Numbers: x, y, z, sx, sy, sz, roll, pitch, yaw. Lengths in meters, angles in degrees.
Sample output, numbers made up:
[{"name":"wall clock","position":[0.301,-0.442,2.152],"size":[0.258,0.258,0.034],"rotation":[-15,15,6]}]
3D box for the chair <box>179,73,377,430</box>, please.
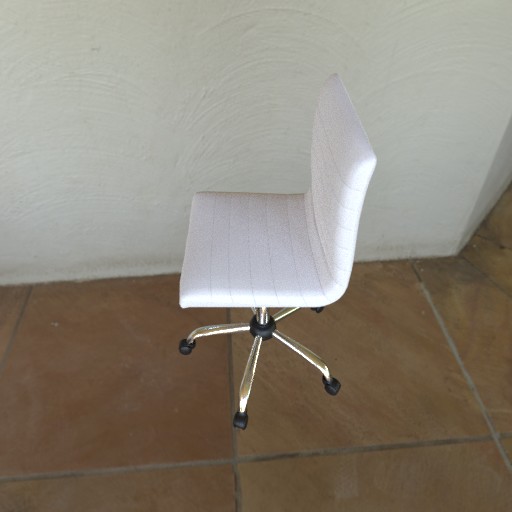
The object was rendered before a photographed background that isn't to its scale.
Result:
[{"name":"chair","position":[0.000,0.000,1.072],"size":[0.455,0.750,0.520],"rotation":[-1,42,-1]}]
